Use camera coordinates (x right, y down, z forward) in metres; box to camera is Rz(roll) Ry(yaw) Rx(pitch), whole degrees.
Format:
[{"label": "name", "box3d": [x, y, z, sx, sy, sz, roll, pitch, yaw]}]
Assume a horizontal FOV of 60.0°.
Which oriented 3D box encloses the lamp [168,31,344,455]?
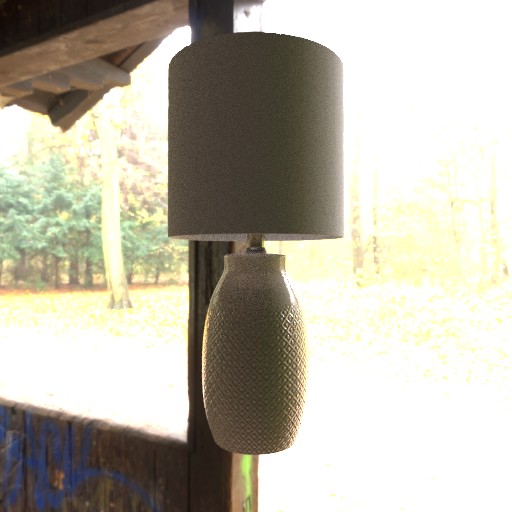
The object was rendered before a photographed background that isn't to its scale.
[{"label": "lamp", "box3d": [0.000, 0.000, 0.554, 0.217, 0.453, 0.217, 0, 0, 0]}]
